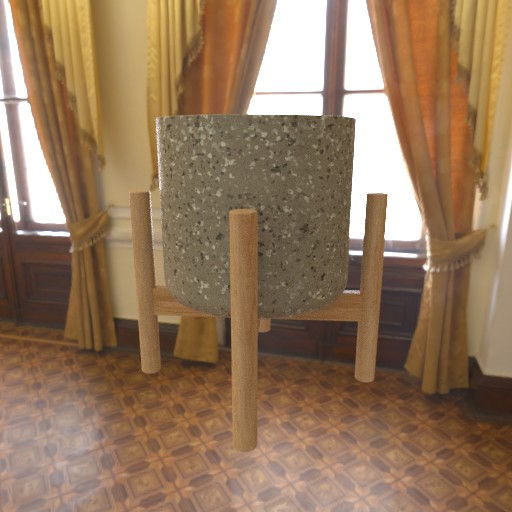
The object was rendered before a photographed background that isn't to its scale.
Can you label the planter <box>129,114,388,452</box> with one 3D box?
[{"bbox_3d":[0.000,0.000,0.543,0.284,0.320,0.284,7,17,26],"label":"planter"}]
